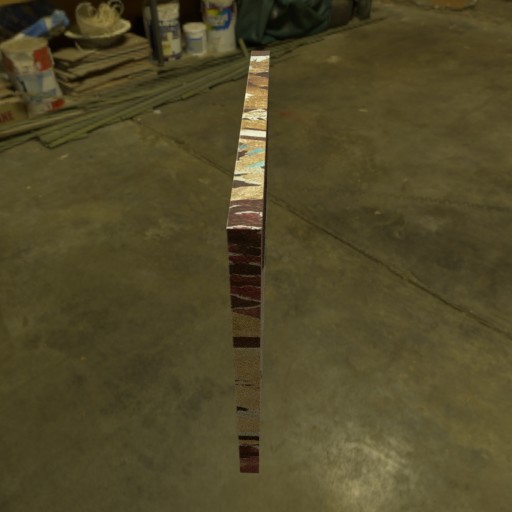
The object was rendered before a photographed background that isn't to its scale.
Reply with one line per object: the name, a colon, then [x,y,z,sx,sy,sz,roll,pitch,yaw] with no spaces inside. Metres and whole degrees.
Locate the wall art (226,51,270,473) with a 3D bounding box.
wall art: [0.000,0.000,0.906,0.041,0.613,0.609,1,41,2]
